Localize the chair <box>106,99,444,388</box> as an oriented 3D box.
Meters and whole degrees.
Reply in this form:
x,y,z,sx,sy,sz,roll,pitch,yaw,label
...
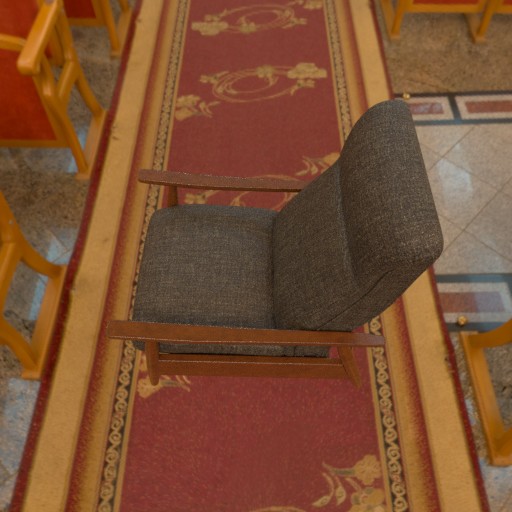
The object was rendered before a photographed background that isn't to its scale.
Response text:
x,y,z,sx,sy,sz,roll,pitch,yaw,label
0.000,0.000,1.766,1.014,1.082,0.762,1,58,0,chair
